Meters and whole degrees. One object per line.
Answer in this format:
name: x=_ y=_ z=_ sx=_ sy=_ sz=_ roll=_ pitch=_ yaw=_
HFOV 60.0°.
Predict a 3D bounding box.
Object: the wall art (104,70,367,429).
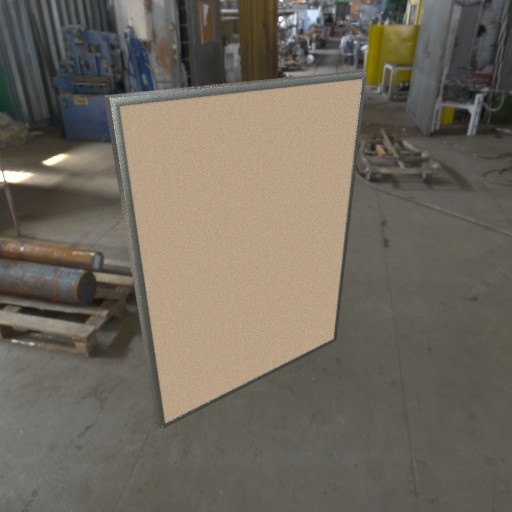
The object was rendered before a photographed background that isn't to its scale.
wall art: x=0.000 y=0.000 z=1.440 sx=0.803 sy=1.062 sz=0.041 roll=-19 pitch=34 yaw=-30
